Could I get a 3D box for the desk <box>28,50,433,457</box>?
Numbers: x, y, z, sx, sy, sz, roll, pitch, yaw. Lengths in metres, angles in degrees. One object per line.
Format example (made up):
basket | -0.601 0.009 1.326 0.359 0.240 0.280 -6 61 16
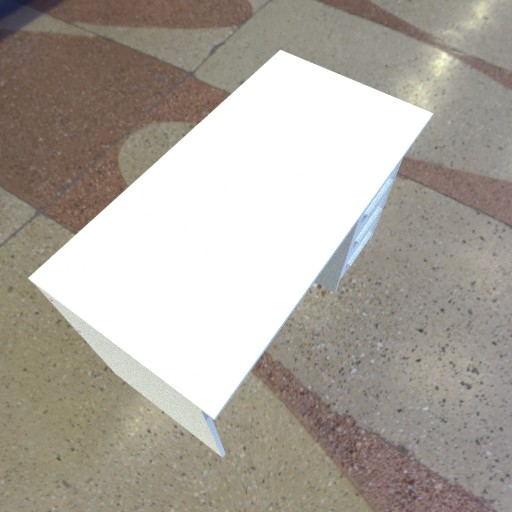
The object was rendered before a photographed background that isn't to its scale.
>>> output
desk | 0.000 0.000 1.516 0.560 0.730 1.096 31 63 18
